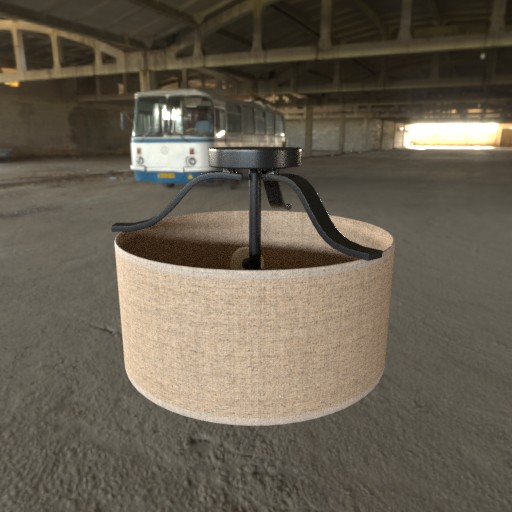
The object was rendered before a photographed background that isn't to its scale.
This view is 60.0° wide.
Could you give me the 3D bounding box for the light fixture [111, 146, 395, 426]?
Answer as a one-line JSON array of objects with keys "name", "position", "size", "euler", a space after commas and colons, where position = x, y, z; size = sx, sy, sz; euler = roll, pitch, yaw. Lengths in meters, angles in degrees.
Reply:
[{"name": "light fixture", "position": [0.000, 0.000, 0.643], "size": [0.390, 0.306, 0.390], "euler": [0, 15, 0]}]
